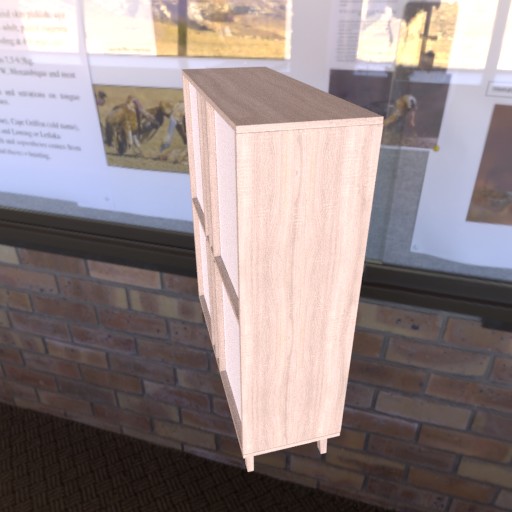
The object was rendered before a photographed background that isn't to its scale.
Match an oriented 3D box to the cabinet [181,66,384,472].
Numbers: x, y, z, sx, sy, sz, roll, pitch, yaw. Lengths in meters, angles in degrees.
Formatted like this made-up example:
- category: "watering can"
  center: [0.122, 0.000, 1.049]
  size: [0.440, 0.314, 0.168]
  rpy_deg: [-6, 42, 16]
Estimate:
- category: "cabinet"
  center: [0.000, 0.000, 1.922]
  size: [0.398, 1.388, 1.111]
  rpy_deg: [-8, 30, -13]
